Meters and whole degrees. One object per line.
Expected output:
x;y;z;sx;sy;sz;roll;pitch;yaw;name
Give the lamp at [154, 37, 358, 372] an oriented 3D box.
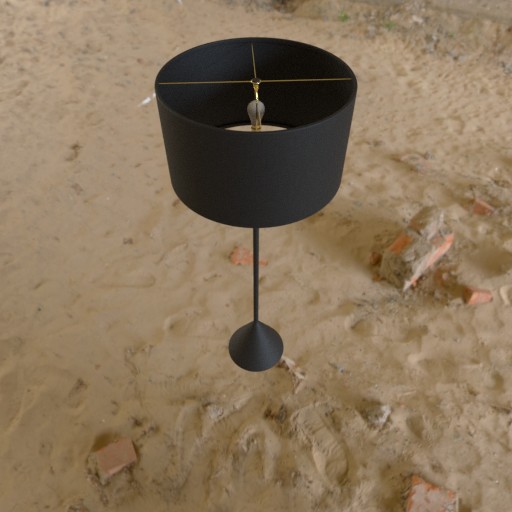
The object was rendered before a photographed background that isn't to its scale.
0.000;0.000;1.840;0.580;1.526;0.580;-2;48;-2;lamp
